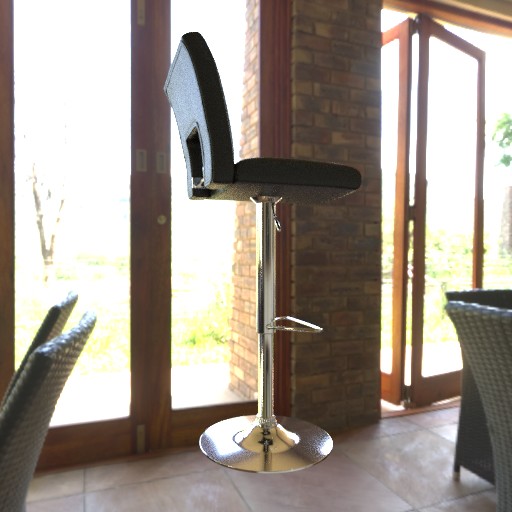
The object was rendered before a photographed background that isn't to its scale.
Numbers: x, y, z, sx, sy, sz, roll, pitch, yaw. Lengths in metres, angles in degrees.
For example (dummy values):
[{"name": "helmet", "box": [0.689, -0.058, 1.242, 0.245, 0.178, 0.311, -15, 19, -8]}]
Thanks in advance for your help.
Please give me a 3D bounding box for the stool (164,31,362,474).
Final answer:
[{"name": "stool", "box": [0.000, 0.000, 1.368, 0.520, 1.151, 0.415, 0, 0, -18]}]
